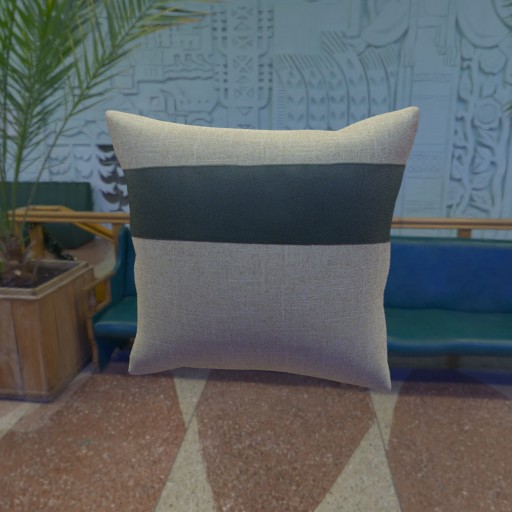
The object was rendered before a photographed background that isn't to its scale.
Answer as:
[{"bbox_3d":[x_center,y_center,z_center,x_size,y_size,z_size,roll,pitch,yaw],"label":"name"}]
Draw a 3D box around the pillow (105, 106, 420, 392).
[{"bbox_3d":[0.000,0.000,0.629,0.414,0.399,0.173,2,14,7],"label":"pillow"}]
